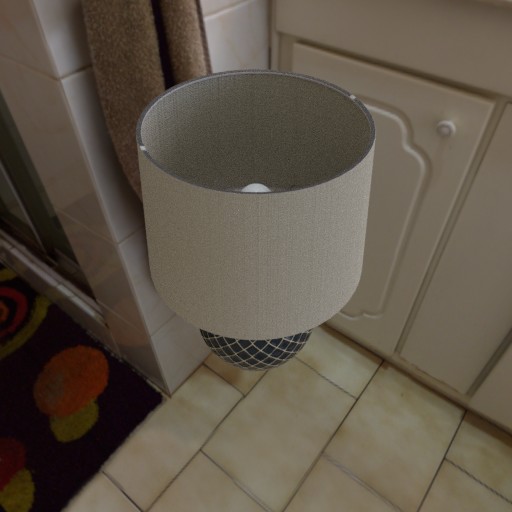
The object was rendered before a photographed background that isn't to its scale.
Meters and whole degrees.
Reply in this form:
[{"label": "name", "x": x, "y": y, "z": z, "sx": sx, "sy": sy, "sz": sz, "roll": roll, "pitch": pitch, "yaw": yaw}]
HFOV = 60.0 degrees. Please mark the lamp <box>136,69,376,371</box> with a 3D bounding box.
[{"label": "lamp", "x": 0.000, "y": 0.000, "z": 0.804, "sx": 0.376, "sy": 0.540, "sz": 0.376, "roll": 0, "pitch": 46, "yaw": 0}]
